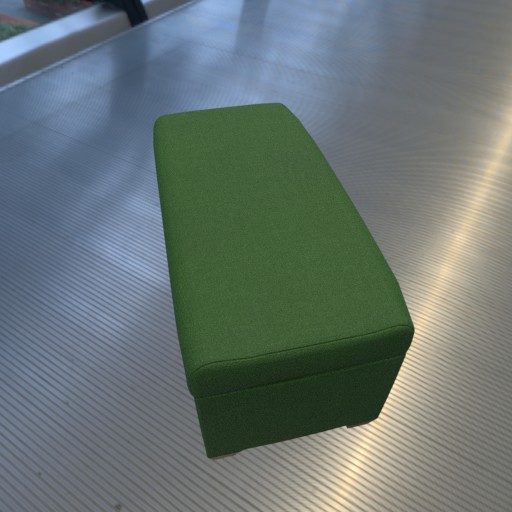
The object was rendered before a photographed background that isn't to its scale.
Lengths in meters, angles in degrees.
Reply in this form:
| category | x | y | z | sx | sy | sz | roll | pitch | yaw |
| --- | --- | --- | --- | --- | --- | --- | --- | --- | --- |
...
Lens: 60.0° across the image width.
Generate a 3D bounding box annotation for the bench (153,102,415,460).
| category | x | y | z | sx | sy | sz | roll | pitch | yaw |
| --- | --- | --- | --- | --- | --- | --- | --- | --- | --- |
| bench | 0.000 | 0.000 | 1.332 | 0.505 | 0.501 | 0.989 | -9 | 46 | -9 |
